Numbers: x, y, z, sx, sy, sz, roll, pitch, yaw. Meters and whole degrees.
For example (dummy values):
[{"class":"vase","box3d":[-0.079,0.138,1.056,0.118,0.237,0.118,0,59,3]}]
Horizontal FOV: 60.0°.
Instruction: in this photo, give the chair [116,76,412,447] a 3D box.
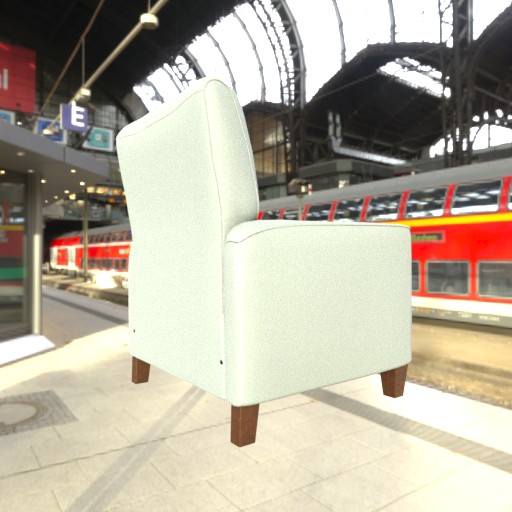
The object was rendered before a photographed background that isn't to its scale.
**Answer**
[{"class":"chair","box3d":[0.000,0.000,1.666,0.846,1.007,0.853,0,0,-37]}]
